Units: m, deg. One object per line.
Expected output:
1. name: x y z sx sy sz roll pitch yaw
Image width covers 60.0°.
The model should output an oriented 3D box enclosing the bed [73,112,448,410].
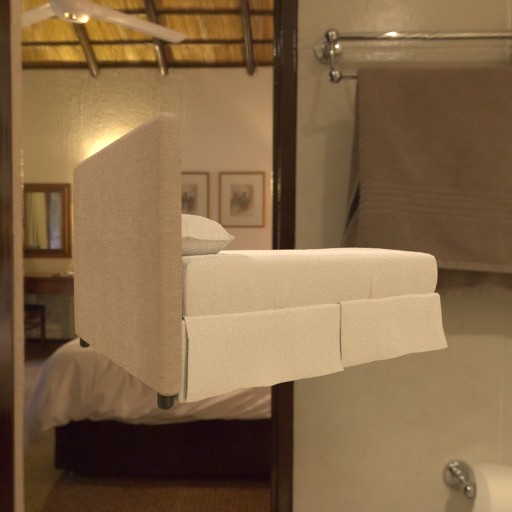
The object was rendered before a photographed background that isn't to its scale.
1. bed: 0.000 0.000 3.191 2.162 1.330 1.713 -1 2 -35
